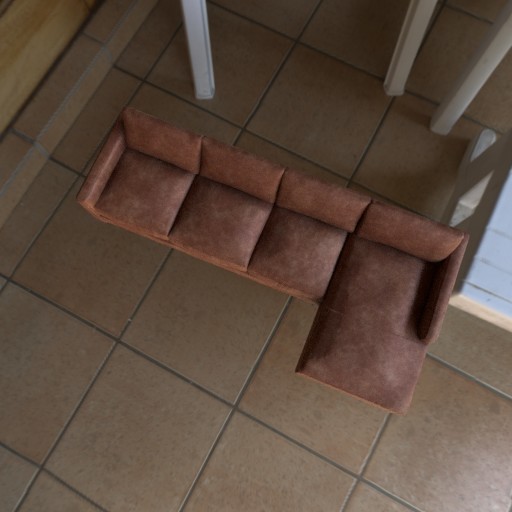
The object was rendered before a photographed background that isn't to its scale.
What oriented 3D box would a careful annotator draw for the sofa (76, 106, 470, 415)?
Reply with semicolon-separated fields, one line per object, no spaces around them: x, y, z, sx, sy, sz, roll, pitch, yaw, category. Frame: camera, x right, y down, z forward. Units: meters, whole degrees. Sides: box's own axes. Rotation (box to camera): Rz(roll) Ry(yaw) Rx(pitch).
0.000;0.000;3.599;2.993;0.859;1.471;22;77;5;sofa
